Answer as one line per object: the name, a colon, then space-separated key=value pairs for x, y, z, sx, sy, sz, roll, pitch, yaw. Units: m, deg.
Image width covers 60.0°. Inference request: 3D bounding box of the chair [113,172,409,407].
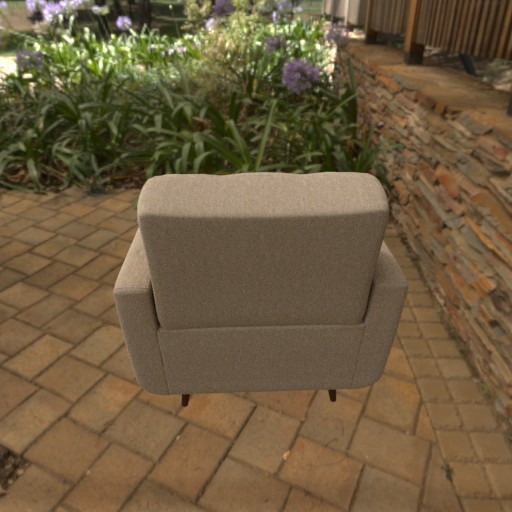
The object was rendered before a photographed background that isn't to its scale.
chair: x=0.000 y=0.000 z=1.802 sx=0.897 sy=0.965 sz=1.128 roll=-1 pitch=29 yaw=-2
